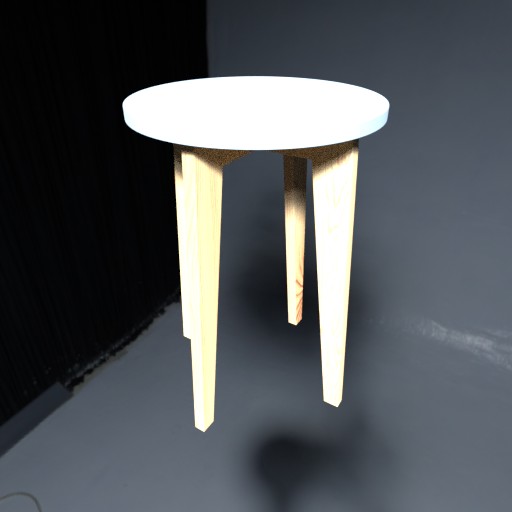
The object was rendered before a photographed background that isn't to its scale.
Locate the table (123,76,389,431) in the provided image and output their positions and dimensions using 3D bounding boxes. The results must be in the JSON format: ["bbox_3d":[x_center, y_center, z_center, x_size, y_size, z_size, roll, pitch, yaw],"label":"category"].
[{"bbox_3d":[0.000,0.000,0.729,0.350,0.500,0.350,0,31,0],"label":"table"}]
